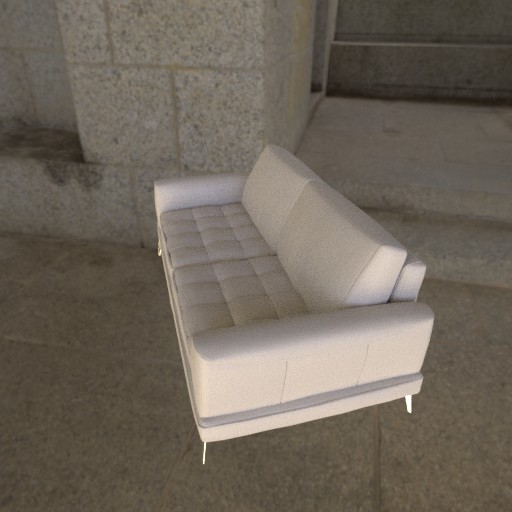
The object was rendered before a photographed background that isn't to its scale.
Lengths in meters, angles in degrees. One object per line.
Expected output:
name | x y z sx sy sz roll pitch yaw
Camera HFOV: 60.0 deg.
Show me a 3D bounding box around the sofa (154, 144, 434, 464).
sofa | 0.000 0.000 2.752 1.121 0.930 2.177 -8 30 -14
